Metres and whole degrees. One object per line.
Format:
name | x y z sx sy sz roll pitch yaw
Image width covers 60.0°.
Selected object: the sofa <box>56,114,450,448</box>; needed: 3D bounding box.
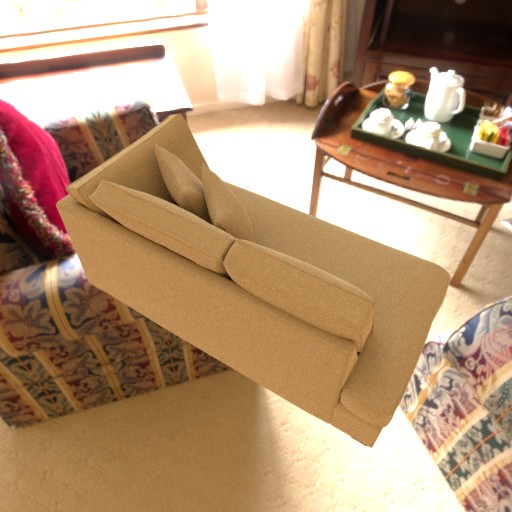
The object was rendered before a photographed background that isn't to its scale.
sofa | 0.000 0.000 2.821 2.237 1.033 1.110 25 52 22
